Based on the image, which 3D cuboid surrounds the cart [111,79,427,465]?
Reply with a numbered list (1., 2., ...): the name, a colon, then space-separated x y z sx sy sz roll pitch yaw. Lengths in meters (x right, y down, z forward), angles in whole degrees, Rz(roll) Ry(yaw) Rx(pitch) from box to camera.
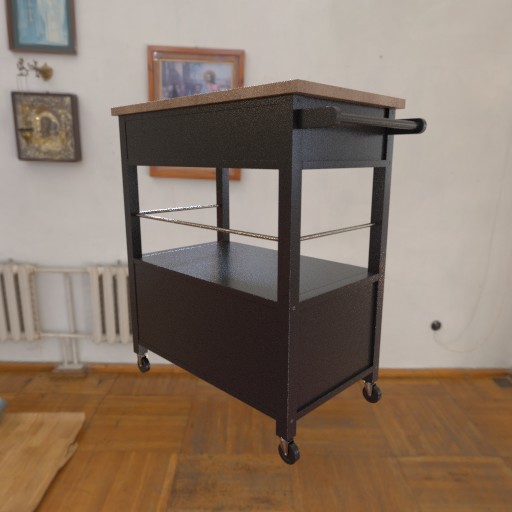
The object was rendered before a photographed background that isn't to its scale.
1. cart: 0.000 0.000 1.371 0.840 0.901 0.459 12 18 43
